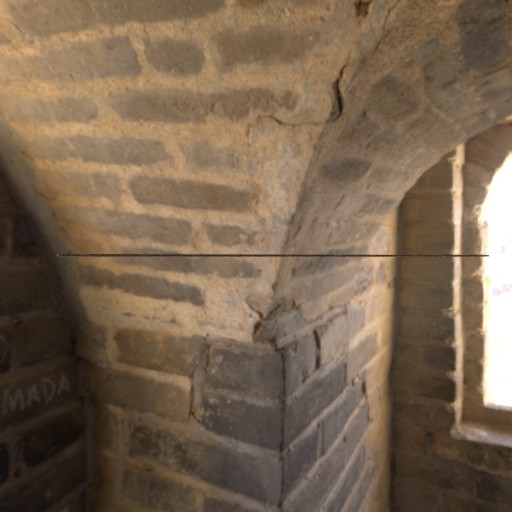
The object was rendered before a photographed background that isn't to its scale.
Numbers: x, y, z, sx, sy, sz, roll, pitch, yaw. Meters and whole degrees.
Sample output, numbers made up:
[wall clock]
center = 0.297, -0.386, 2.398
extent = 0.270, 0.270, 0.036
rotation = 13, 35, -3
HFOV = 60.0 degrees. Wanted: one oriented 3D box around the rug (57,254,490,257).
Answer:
[rug]
center = 0.000, 0.000, 2.742
extent = 2.134, 0.010, 1.524
rotation = 0, 0, -20
